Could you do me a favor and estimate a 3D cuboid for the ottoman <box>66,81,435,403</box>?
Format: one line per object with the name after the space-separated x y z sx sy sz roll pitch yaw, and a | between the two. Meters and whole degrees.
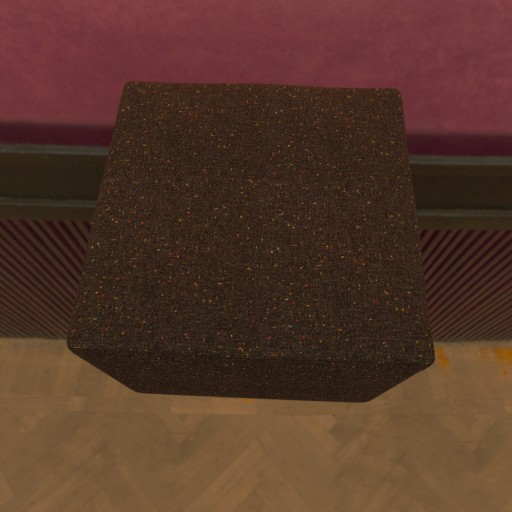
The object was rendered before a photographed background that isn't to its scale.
0.000 0.000 0.867 0.508 0.432 0.508 2 64 1 | ottoman
